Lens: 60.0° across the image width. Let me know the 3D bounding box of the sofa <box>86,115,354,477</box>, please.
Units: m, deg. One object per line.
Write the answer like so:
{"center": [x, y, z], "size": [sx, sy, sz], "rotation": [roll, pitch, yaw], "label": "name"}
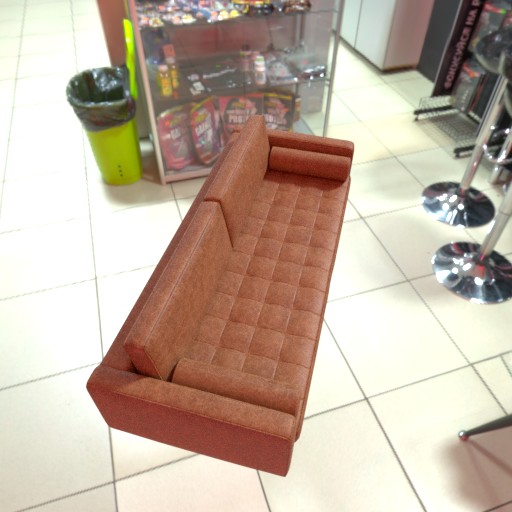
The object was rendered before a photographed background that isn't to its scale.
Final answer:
{"center": [0.000, 0.000, 2.631], "size": [0.919, 0.770, 2.200], "rotation": [11, 47, 10], "label": "sofa"}
